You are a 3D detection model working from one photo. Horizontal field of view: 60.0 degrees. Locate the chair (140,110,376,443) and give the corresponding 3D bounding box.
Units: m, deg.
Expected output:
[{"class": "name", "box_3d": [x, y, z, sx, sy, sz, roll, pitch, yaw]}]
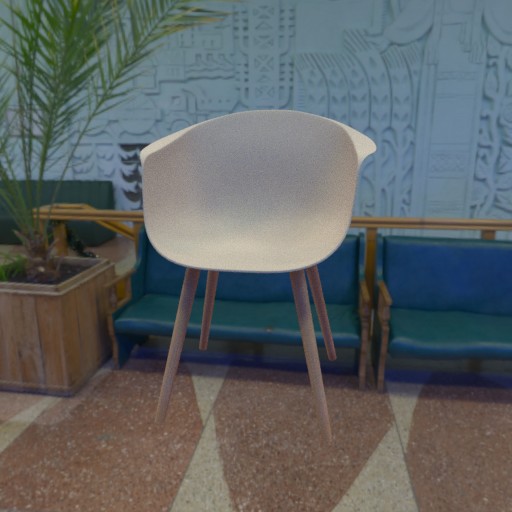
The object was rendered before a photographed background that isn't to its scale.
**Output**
[{"class": "chair", "box_3d": [0.000, 0.000, 1.194, 0.593, 0.781, 0.504, 2, 15, 10]}]
